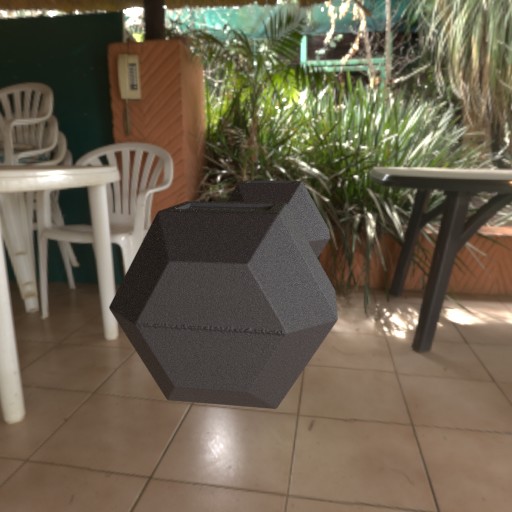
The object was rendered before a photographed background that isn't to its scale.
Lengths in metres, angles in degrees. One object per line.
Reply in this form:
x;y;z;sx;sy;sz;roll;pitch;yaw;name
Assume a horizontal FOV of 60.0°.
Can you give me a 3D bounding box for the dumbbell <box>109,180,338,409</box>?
0.000;0.000;0.344;0.116;0.101;0.297;2;13;8;dumbbell
